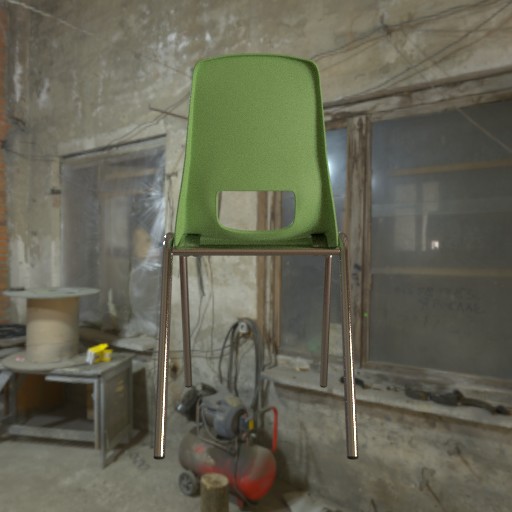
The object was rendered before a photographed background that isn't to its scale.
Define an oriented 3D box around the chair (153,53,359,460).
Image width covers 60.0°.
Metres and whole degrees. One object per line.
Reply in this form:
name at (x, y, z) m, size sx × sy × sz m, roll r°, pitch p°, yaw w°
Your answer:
chair at (0.000, 0.000, 0.974) m, size 0.381 × 0.704 × 0.436 m, roll 0°, pitch 0°, yaw 0°
